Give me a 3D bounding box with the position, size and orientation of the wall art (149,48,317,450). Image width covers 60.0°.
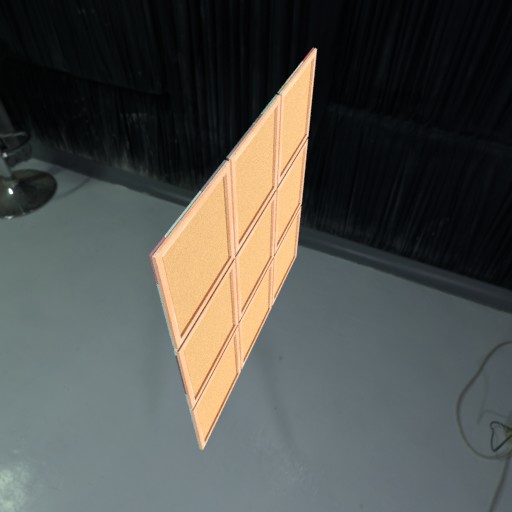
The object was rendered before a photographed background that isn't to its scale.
[{"bbox_3d":[0.000,0.000,1.366,0.012,0.910,0.911,17,50,15],"label":"wall art"}]
